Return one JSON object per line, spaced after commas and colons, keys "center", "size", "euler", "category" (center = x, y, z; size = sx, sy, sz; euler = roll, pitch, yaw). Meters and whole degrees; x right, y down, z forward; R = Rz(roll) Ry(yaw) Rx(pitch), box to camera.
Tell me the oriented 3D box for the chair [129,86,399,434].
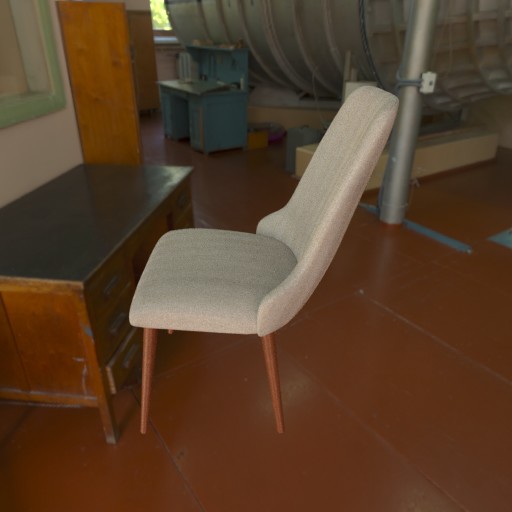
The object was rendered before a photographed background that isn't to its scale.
{"center": [0.000, 0.000, 1.309], "size": [0.684, 0.917, 0.526], "euler": [0, 28, 0], "category": "chair"}
